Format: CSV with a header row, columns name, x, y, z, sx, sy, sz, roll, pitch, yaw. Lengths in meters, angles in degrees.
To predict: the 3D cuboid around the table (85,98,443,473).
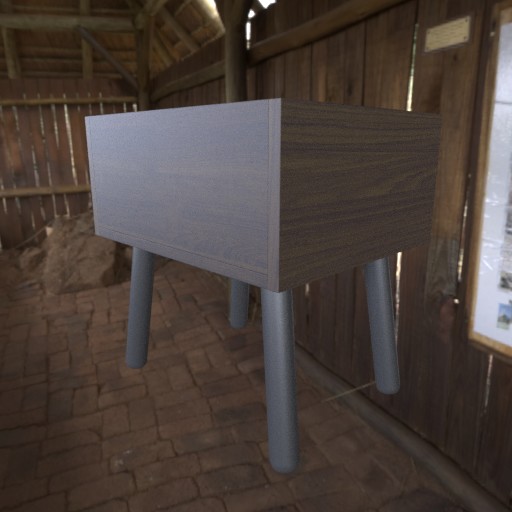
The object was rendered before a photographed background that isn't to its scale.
name,x,y,z,sx,sy,sz,roll,pitch,yaw
table,0.000,0.000,0.776,0.370,0.470,0.450,-14,20,-43
